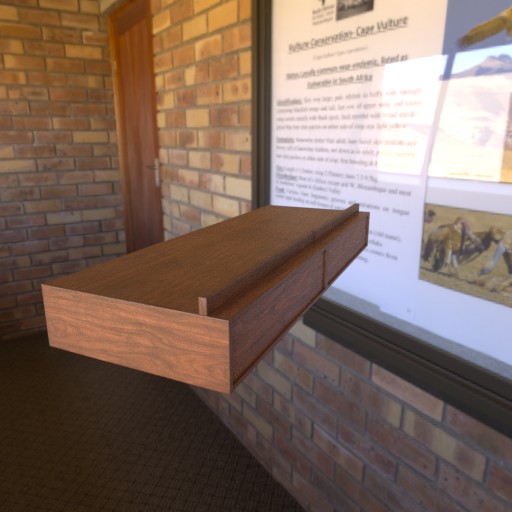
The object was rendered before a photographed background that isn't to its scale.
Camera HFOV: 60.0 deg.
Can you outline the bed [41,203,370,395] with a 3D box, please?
[{"bbox_3d":[0.000,0.000,2.368,0.787,0.326,2.057,7,17,24],"label":"bed"}]
